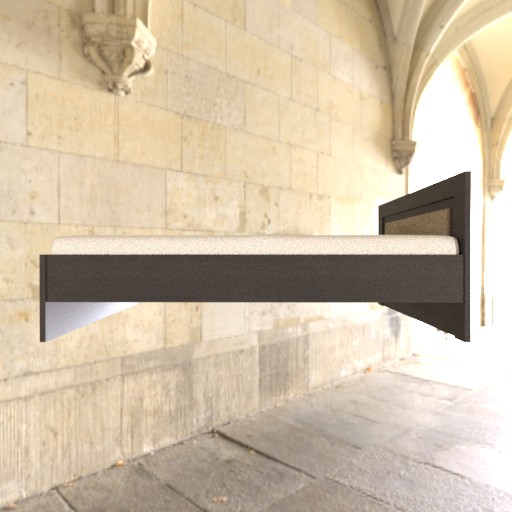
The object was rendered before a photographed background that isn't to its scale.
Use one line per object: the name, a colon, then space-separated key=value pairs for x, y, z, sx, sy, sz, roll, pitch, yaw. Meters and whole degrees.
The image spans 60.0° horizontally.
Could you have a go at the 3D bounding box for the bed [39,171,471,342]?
bed: x=0.000 y=0.000 z=2.921 sx=2.073 sy=0.823 sz=1.585 roll=0 pitch=0 yaw=1
